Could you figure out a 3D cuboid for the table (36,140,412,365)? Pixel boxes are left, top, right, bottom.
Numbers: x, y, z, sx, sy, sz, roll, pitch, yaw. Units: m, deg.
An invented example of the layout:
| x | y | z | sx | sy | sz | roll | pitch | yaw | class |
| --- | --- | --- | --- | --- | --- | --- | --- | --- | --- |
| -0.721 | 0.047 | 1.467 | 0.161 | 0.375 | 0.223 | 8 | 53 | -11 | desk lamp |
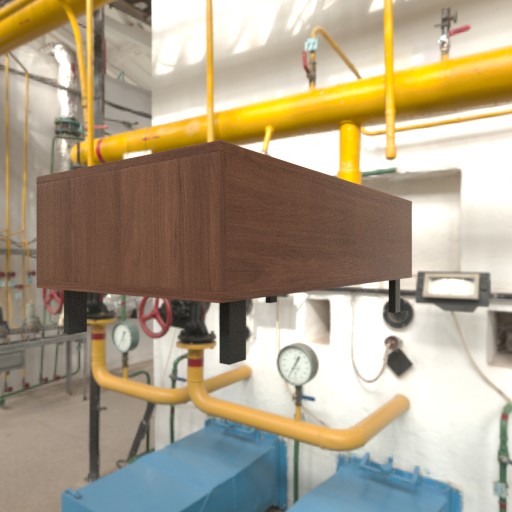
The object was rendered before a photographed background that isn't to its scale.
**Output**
| x | y | z | sx | sy | sz | roll | pitch | yaw | class |
| --- | --- | --- | --- | --- | --- | --- | --- | --- | --- |
| 0.000 | 0.000 | 1.309 | 0.600 | 0.380 | 1.020 | 0 | 0 | 36 | table |
